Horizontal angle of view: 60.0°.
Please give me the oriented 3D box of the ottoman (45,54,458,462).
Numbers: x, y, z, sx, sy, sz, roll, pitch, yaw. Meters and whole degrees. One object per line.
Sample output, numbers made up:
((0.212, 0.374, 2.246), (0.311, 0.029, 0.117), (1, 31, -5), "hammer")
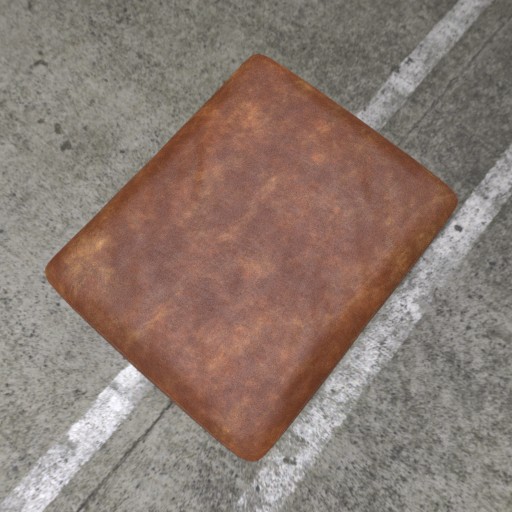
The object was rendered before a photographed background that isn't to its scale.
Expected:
((0.000, 0.000, 1.112), (0.603, 0.476, 0.751), (39, 79, 9), "ottoman")
